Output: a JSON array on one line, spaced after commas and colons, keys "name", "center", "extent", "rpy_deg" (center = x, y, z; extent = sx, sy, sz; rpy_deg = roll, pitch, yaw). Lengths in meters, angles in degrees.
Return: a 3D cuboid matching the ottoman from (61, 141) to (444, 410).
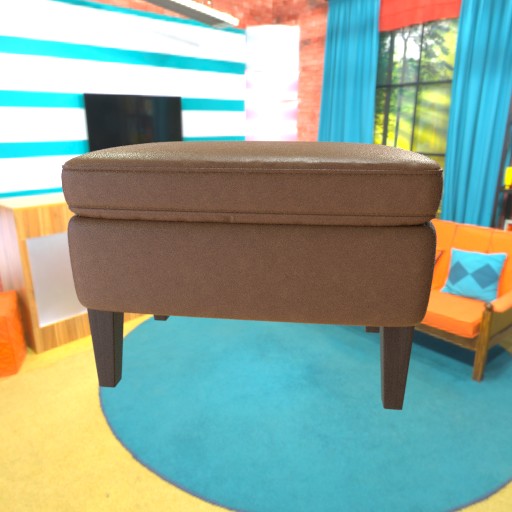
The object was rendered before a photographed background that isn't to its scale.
[{"name": "ottoman", "center": [0.000, 0.000, 0.961], "extent": [0.670, 0.480, 0.420], "rpy_deg": [2, 17, 7]}]
